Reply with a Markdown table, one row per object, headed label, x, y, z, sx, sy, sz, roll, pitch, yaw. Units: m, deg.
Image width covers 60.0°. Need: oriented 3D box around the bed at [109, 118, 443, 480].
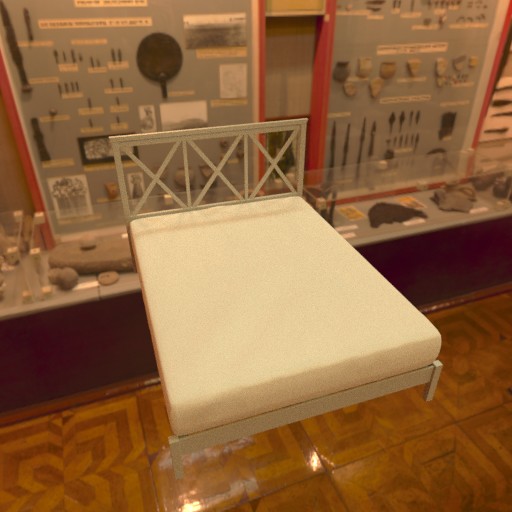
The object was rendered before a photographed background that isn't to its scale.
| label | x | y | z | sx | sy | sz | roll | pitch | yaw |
| --- | --- | --- | --- | --- | --- | --- | --- | --- | --- |
| bed | 0.000 | 0.000 | 3.128 | 1.673 | 1.253 | 2.135 | -10 | 33 | -16 |
